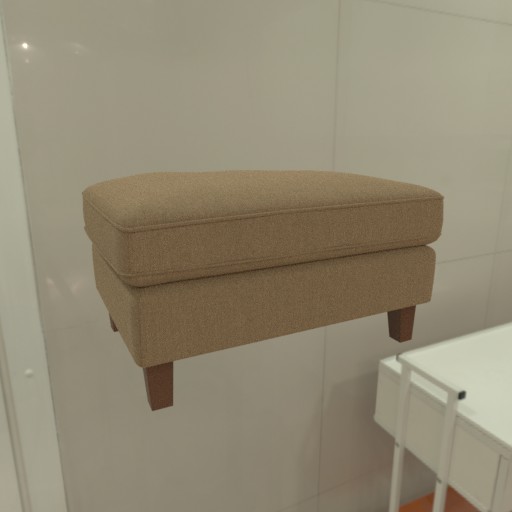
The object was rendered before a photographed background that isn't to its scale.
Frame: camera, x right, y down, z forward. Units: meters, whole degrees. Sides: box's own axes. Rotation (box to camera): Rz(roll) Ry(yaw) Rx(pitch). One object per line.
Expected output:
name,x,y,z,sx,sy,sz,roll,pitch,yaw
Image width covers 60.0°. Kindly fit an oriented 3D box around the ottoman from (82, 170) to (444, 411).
ottoman,0.000,0.000,1.373,0.945,0.521,0.636,-8,17,-26
